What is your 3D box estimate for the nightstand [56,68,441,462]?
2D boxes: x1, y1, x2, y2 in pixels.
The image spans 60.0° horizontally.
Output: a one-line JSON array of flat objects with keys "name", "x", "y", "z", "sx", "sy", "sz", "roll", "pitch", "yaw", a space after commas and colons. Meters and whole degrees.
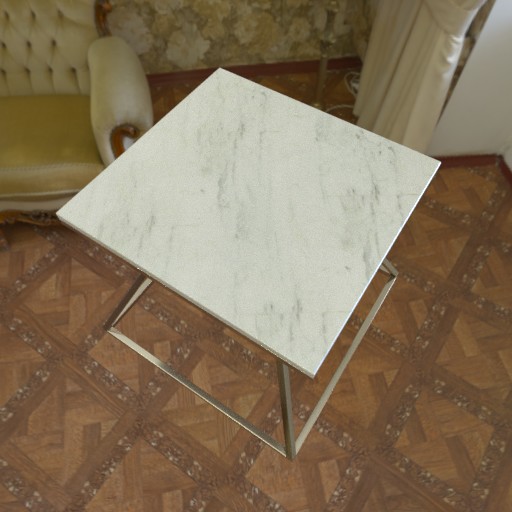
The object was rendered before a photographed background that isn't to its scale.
[{"name": "nightstand", "x": 0.000, "y": 0.000, "z": 0.896, "sx": 0.513, "sy": 0.426, "sz": 0.514, "roll": 29, "pitch": 63, "yaw": 17}]
